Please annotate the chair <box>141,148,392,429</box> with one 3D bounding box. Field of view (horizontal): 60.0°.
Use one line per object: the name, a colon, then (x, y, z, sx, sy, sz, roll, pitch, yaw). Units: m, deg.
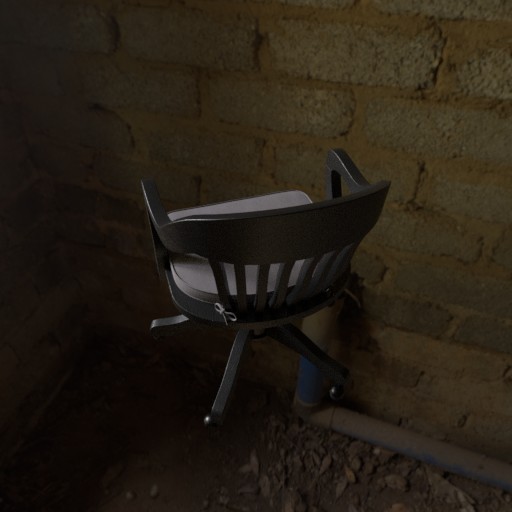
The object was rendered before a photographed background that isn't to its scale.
chair: (0.000, 0.000, 1.413, 0.750, 0.878, 0.788, -12, 42, -14)
